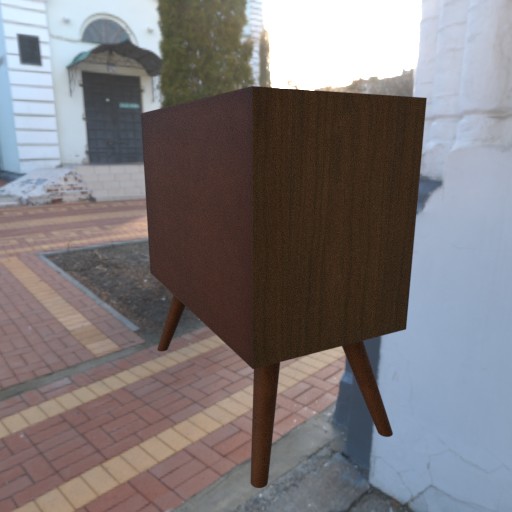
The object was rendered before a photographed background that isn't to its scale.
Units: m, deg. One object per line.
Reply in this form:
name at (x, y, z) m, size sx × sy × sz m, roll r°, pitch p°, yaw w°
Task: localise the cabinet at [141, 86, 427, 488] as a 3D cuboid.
cabinet at (0.000, 0.000, 1.172) m, size 0.388 × 0.748 × 0.712 m, roll -7°, pitch 16°, yaw -27°
